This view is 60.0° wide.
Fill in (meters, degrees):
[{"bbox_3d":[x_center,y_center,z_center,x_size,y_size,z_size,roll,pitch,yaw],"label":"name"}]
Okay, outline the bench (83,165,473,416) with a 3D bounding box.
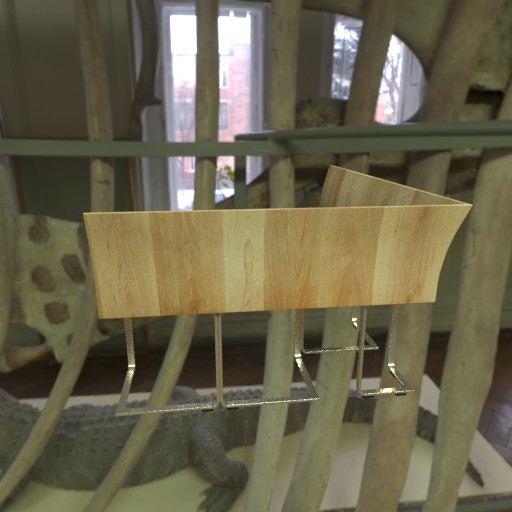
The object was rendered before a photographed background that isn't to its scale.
[{"bbox_3d":[0.000,0.000,2.730,1.495,0.930,1.945,-2,16,-7],"label":"bench"}]
